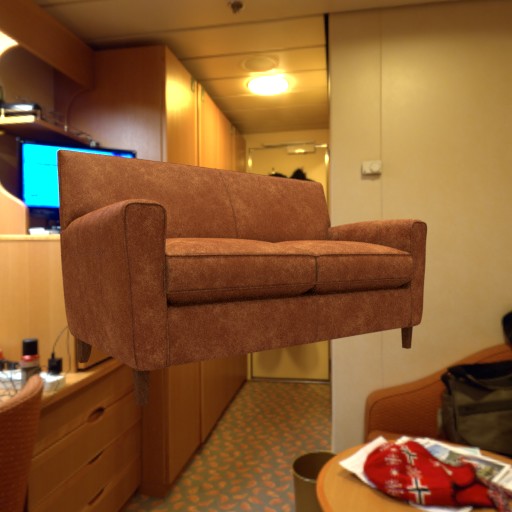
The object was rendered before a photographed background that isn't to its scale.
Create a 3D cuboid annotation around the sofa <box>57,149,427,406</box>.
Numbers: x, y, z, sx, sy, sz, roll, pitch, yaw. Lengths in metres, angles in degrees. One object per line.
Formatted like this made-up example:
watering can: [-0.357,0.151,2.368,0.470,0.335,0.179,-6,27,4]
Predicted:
sofa: [0.000,0.000,1.951,1.473,0.871,0.787,0,1,-36]
